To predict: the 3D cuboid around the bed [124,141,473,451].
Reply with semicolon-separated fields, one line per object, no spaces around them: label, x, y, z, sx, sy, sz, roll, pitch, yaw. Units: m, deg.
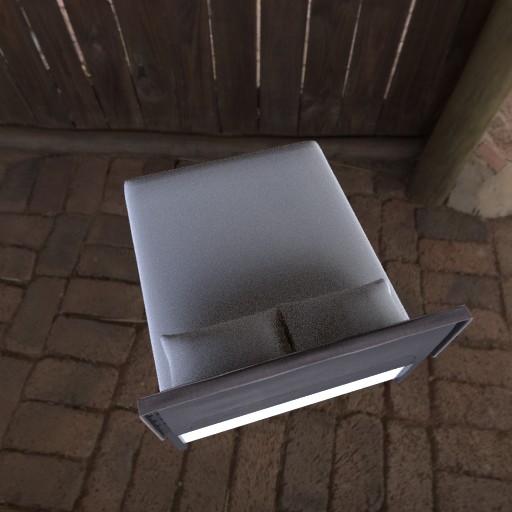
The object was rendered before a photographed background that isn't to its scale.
bed;0.000;0.000;2.884;1.610;1.089;1.894;-14;59;-9
